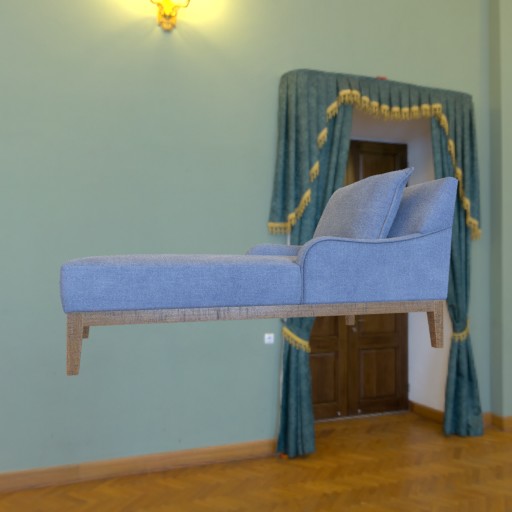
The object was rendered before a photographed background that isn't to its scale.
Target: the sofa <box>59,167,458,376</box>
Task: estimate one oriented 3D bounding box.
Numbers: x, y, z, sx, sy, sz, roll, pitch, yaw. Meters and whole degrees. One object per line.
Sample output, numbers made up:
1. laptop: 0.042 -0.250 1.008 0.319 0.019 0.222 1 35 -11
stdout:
1. sofa: 0.000 0.000 2.278 1.779 0.883 0.904 0 -1 -18
